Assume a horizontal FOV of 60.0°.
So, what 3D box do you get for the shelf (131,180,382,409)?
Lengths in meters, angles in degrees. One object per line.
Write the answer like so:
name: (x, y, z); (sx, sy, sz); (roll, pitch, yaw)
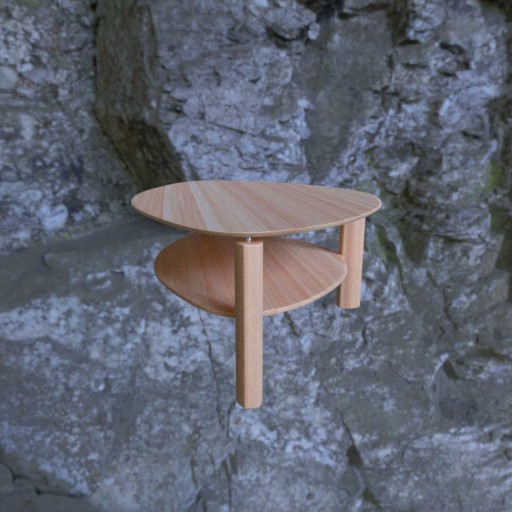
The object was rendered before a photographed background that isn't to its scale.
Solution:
shelf: (0.000, 0.000, 1.614); (0.845, 0.440, 1.246); (-3, 15, -10)
